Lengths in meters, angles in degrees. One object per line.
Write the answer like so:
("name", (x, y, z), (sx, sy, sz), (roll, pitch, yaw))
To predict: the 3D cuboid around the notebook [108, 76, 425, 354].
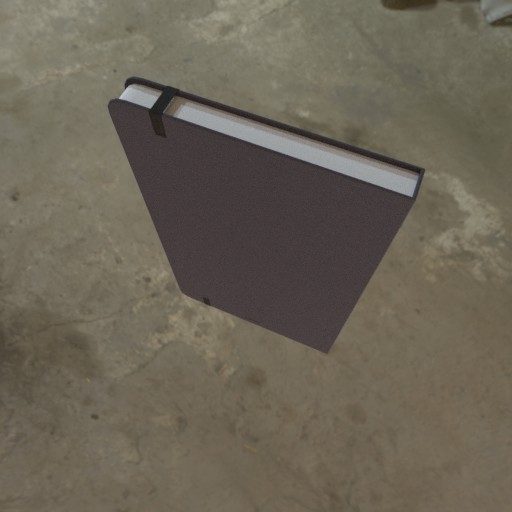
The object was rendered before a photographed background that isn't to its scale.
("notebook", (0.000, 0.000, 0.263), (0.127, 0.213, 0.016), (21, 65, 10))
